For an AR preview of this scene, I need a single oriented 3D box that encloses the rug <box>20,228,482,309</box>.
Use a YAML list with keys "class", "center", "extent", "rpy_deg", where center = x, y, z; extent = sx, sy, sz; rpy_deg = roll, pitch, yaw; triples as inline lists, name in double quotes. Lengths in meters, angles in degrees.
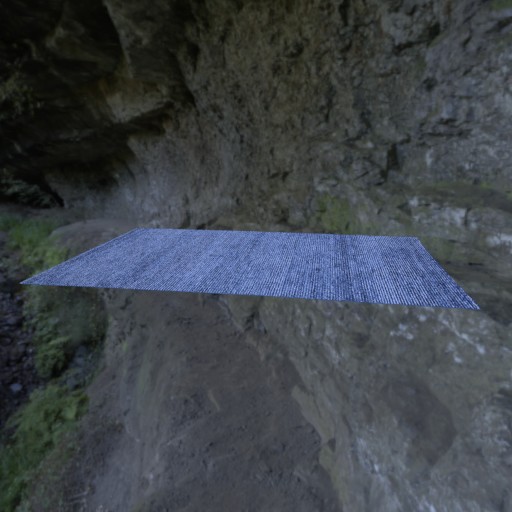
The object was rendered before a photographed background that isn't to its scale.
- class: "rug"
  center: [0.000, 0.000, 2.177]
  extent: [1.740, 0.010, 1.135]
  rpy_deg: [2, 15, 9]
